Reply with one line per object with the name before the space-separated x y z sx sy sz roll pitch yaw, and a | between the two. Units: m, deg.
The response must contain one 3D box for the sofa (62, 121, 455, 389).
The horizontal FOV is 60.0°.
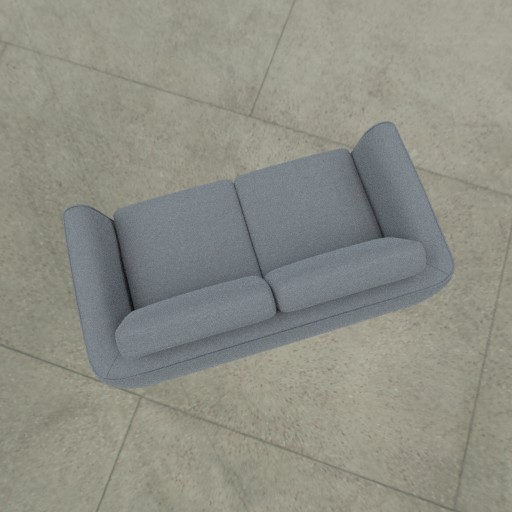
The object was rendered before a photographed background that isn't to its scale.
sofa | 0.000 0.000 2.225 1.700 0.850 0.920 -16 76 -4
